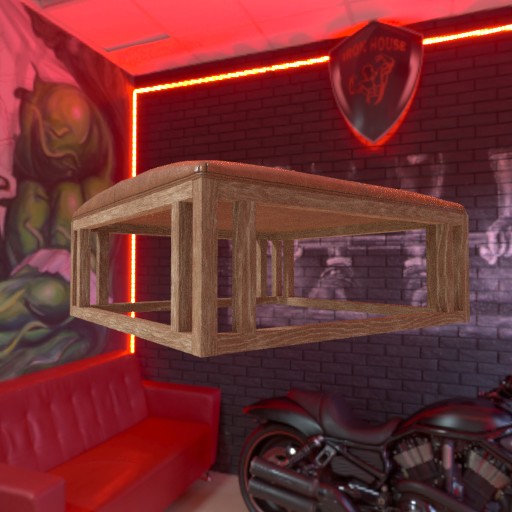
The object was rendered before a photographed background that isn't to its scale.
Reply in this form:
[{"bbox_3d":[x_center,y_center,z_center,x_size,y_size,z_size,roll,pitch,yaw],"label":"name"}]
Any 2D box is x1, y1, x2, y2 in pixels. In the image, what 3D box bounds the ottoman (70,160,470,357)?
[{"bbox_3d":[0.000,0.000,1.575,1.016,0.442,1.013,1,-2,-36],"label":"ottoman"}]
